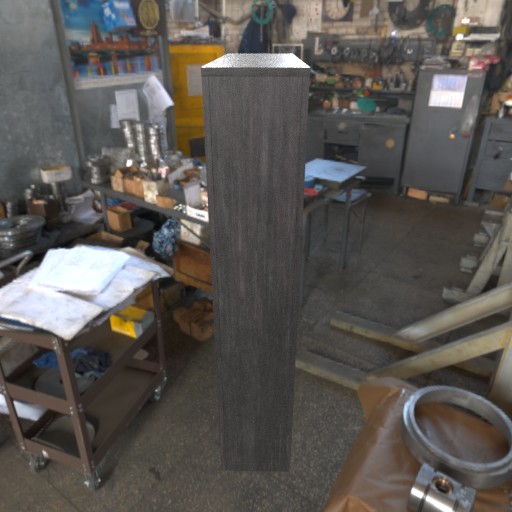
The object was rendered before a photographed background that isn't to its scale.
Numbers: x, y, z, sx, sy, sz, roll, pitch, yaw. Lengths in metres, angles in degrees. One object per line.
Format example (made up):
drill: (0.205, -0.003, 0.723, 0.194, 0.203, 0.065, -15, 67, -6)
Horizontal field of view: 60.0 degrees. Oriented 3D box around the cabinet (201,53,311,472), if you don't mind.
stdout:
cabinet: (0.000, 0.000, 1.572, 0.250, 1.280, 0.750, 1, 27, 1)
